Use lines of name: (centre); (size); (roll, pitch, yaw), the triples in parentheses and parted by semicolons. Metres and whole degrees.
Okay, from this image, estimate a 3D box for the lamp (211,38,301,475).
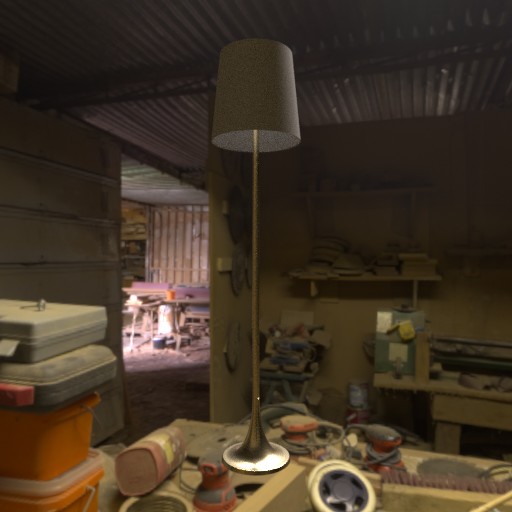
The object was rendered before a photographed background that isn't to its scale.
lamp: (0.000, 0.000, 1.686); (0.337, 1.543, 0.337); (0, 0, 0)
